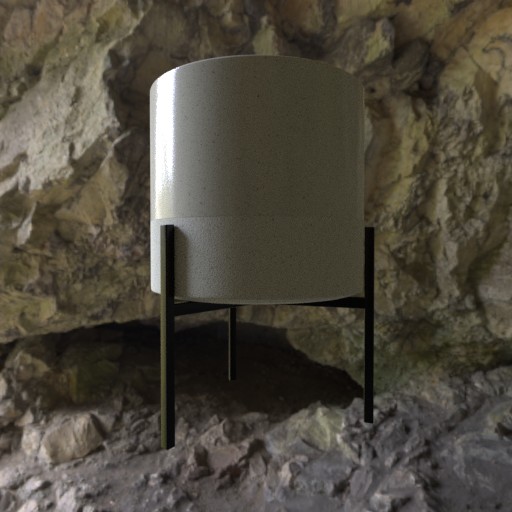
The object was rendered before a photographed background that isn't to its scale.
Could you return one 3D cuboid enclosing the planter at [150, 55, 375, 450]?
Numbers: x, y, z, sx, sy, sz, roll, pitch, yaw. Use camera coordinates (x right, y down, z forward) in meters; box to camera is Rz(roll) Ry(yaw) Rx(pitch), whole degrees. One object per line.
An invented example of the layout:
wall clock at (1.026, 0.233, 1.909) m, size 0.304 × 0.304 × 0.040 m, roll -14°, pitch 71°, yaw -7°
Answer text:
planter at (0.000, 0.000, 0.329) m, size 0.152 × 0.230 × 0.159 m, roll 0°, pitch 1°, yaw -16°
